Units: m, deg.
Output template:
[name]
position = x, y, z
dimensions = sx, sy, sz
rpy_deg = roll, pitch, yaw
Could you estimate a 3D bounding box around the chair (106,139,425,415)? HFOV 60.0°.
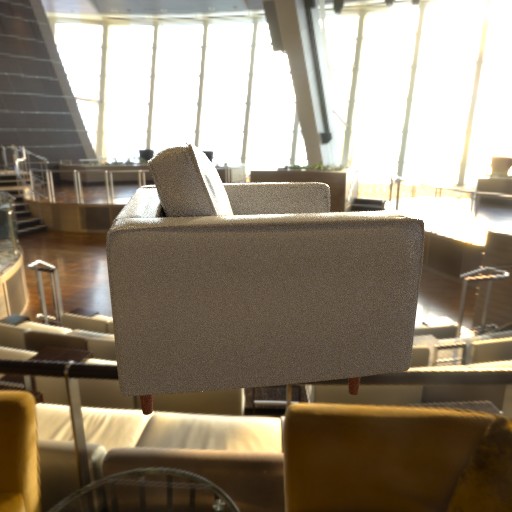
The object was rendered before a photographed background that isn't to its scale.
[chair]
position = 0.000, 0.000, 1.528
dimensions = 0.843, 0.773, 0.928
rpy_deg = -3, 16, -9
